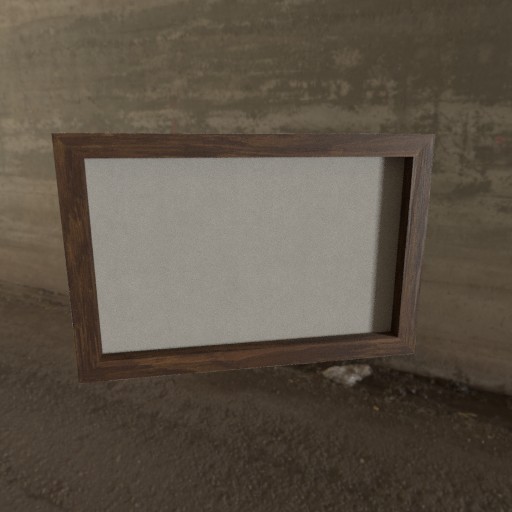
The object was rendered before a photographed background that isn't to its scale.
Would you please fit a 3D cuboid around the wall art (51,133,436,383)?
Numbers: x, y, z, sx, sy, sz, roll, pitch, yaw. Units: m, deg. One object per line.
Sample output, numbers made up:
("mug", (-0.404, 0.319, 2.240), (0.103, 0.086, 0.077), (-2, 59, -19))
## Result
("wall art", (0.000, 0.000, 0.761), (0.609, 0.405, 0.035), (-3, 15, -10))
